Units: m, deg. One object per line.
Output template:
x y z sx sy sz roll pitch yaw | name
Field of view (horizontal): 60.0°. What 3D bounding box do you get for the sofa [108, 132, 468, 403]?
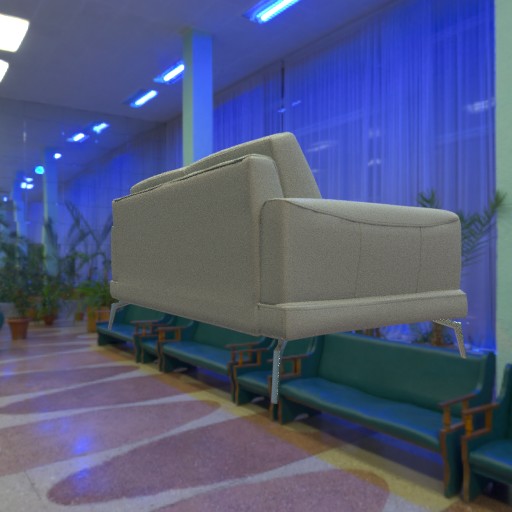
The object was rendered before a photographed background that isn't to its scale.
0.000 0.000 2.411 1.121 0.930 1.819 0 0 -35 | sofa
